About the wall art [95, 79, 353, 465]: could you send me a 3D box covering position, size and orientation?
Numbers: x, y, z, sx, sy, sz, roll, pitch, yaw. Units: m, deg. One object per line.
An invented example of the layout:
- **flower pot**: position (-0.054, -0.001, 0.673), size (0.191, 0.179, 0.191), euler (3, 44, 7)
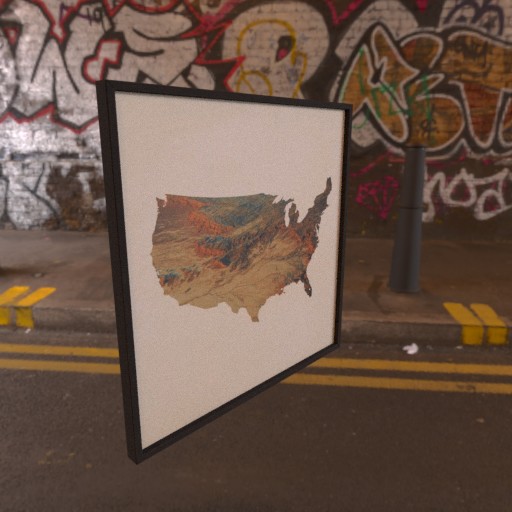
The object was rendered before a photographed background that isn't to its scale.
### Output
- **wall art**: position (0.000, 0.000, 1.114), size (0.038, 0.762, 0.762), euler (14, 20, 42)
